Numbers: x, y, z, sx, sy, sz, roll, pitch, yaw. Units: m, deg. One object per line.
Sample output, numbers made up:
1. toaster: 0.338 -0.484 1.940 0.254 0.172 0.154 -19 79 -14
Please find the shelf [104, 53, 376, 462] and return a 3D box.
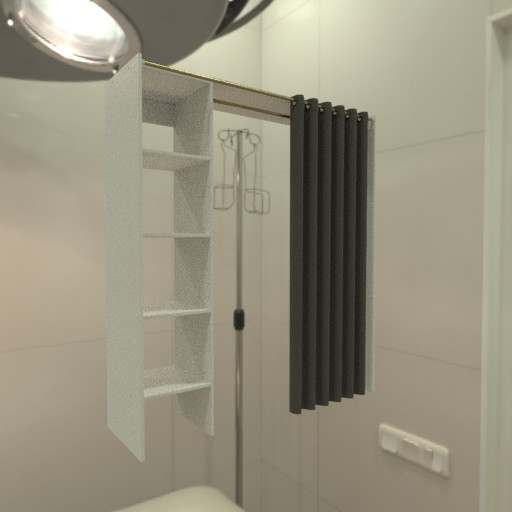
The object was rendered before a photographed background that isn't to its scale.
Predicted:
1. shelf: 0.000 0.000 2.610 1.600 1.810 0.500 -1 2 -36
